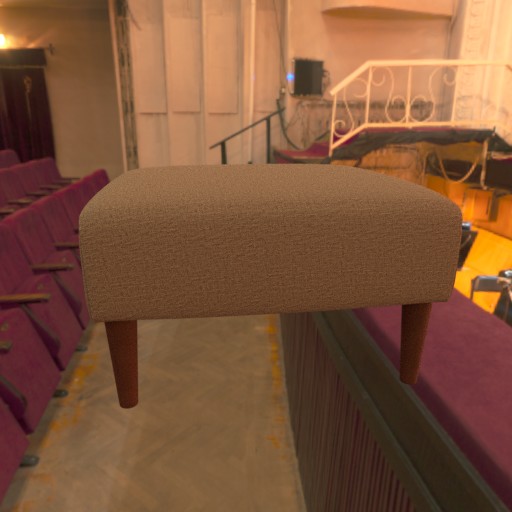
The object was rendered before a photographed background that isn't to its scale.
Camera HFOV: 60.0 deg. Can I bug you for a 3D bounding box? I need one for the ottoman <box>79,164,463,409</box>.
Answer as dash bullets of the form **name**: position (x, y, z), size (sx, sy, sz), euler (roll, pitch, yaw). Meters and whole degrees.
- **ottoman**: position (0.000, 0.000, 1.050), size (0.650, 0.398, 0.649), euler (-2, 17, -8)
